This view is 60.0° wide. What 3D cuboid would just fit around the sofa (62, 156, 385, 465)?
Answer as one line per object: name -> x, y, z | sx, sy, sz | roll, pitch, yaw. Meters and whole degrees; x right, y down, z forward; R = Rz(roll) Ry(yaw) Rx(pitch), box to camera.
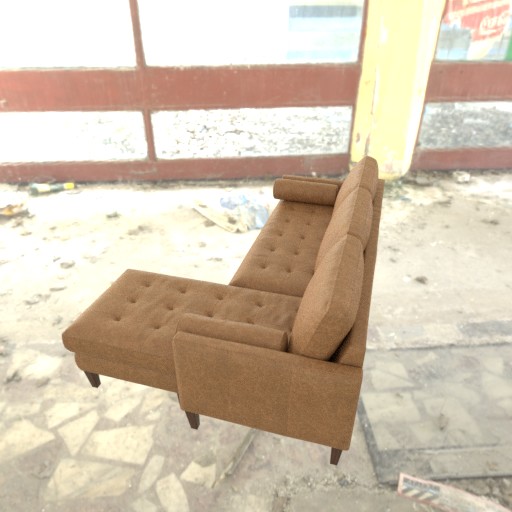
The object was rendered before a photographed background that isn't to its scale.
sofa -> 0.000, 0.000, 2.905 | 1.506, 0.876, 2.178 | 8, 32, 14
